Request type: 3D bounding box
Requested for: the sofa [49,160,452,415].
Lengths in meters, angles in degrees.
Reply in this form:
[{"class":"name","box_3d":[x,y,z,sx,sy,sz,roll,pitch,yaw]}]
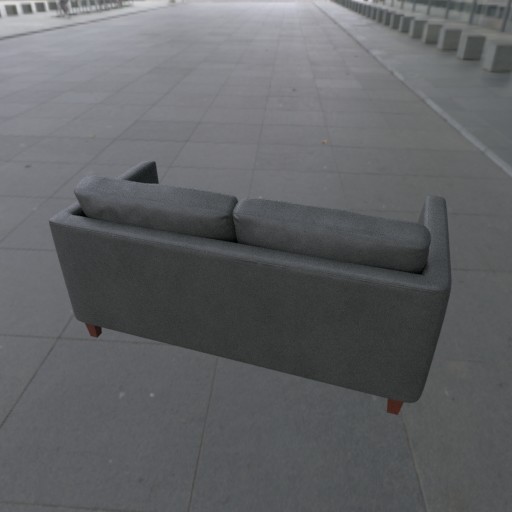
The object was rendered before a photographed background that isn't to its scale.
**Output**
[{"class":"sofa","box_3d":[0.000,0.000,2.444,1.883,0.933,0.951,10,33,16]}]
